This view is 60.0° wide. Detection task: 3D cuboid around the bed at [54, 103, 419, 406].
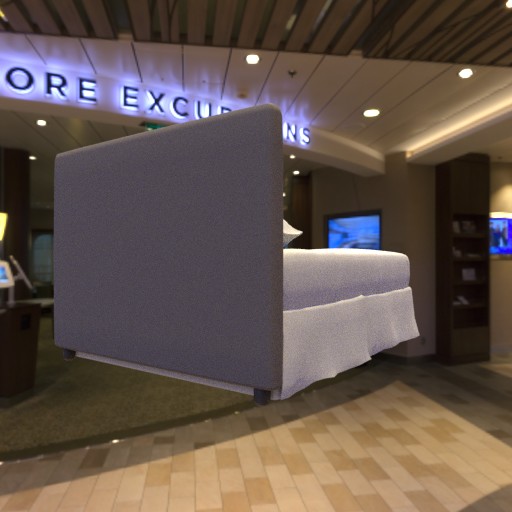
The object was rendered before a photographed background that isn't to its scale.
[{"bbox_3d":[0.000,0.000,3.211,1.748,1.330,2.142,0,0,35],"label":"bed"}]
